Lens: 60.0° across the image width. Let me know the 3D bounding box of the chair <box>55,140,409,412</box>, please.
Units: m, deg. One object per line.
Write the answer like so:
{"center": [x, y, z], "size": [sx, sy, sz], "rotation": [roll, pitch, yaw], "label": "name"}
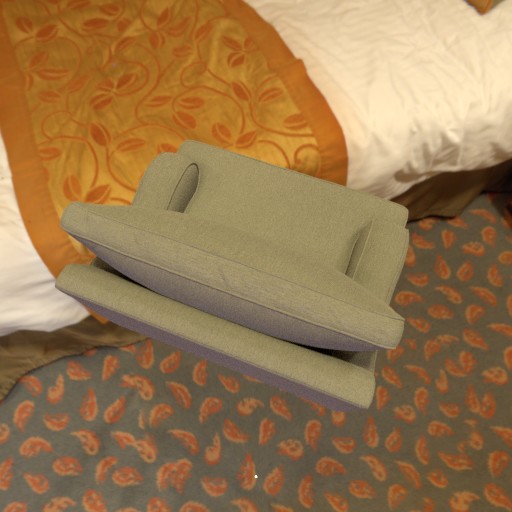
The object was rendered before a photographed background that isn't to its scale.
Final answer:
{"center": [0.000, 0.000, 1.990], "size": [1.220, 1.016, 1.041], "rotation": [19, 65, 9], "label": "chair"}
